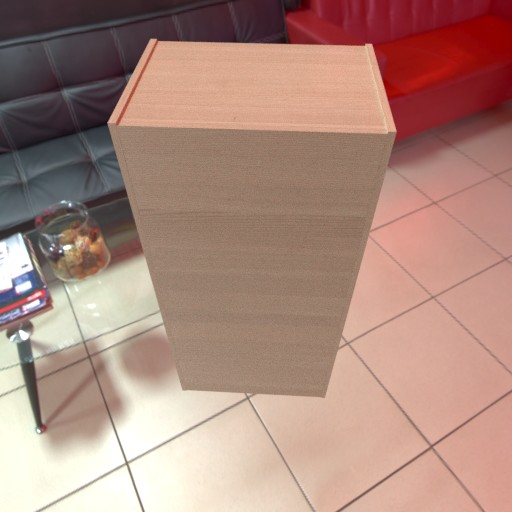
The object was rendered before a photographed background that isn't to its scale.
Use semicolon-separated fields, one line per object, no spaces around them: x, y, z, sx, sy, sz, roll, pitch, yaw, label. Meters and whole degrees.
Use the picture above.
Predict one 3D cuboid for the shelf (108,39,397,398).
0.000;0.000;1.057;0.417;0.876;0.292;2;48;2;shelf
